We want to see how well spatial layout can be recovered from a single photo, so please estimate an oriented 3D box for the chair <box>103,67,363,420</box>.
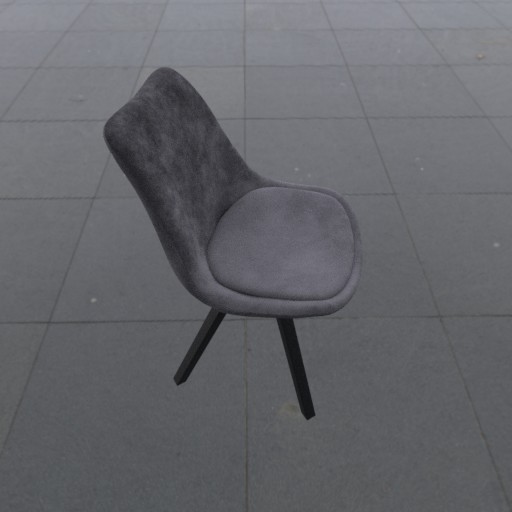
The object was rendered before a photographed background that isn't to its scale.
[{"bbox_3d":[0.000,0.000,1.182,0.550,0.850,0.485,10,47,10],"label":"chair"}]
